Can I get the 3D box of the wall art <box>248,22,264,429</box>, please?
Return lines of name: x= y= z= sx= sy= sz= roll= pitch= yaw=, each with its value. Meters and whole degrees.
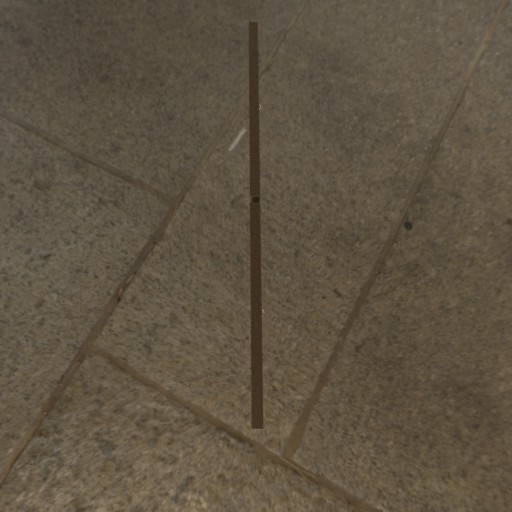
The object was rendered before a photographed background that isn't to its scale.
wall art: x=0.000 y=0.000 z=1.560 sx=0.030 sy=1.032 sz=1.032 roll=-1 pitch=75 yaw=0
